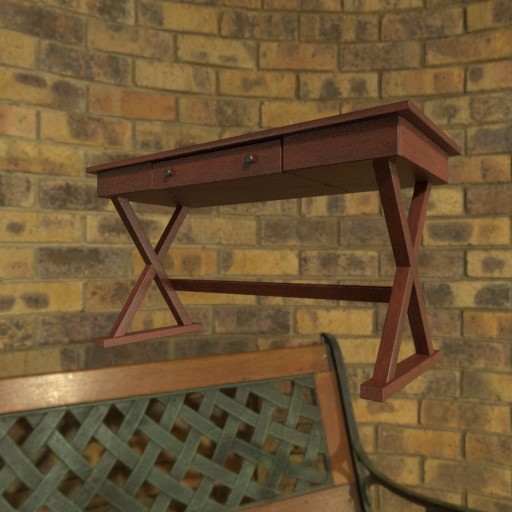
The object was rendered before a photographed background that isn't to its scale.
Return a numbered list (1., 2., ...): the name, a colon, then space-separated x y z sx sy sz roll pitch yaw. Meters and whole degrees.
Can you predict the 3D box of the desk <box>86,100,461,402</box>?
1. desk: 0.000 0.000 1.735 1.372 0.761 0.600 0 -1 36
